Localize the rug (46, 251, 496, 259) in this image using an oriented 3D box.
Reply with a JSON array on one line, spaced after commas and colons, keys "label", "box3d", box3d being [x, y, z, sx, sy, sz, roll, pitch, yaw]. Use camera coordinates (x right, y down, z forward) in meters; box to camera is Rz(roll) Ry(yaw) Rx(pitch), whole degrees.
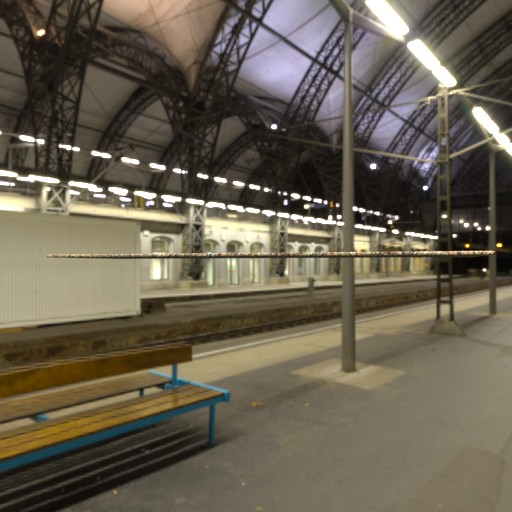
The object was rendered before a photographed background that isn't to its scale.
[{"label": "rug", "box3d": [0.000, 0.000, 2.491, 2.292, 0.015, 0.688, 0, -1, 18]}]
